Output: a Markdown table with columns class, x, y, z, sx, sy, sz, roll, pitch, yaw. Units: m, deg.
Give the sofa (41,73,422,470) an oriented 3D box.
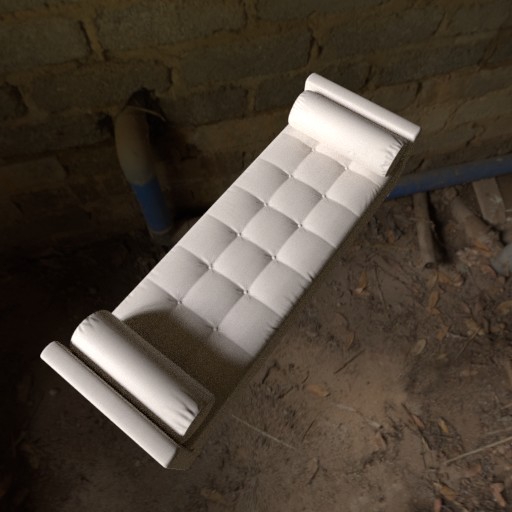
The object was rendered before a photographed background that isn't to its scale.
| class | x | y | z | sx | sy | sz | roll | pitch | yaw |
| --- | --- | --- | --- | --- | --- | --- | --- | --- | --- |
| sofa | 0.000 | 0.000 | 2.285 | 0.686 | 0.635 | 1.981 | 34 | 68 | 15 |
